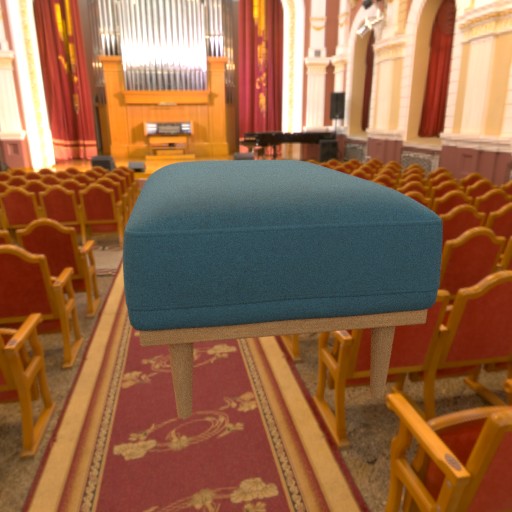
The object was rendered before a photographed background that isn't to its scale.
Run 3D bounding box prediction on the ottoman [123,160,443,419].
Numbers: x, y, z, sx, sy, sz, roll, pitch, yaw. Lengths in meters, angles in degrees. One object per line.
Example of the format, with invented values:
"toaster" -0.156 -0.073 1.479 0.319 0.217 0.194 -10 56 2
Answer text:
"ottoman" 0.000 0.000 1.086 0.549 0.428 0.749 -3 17 -10
